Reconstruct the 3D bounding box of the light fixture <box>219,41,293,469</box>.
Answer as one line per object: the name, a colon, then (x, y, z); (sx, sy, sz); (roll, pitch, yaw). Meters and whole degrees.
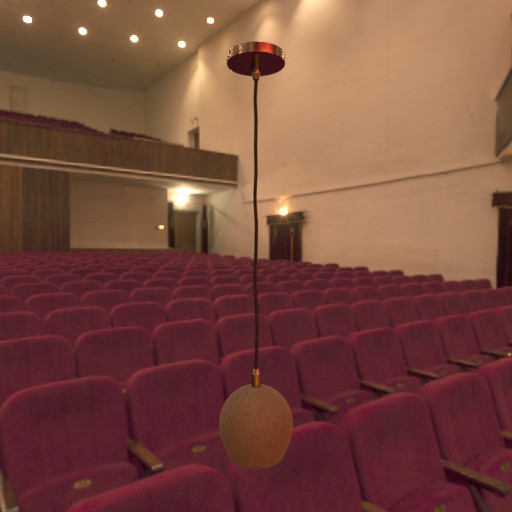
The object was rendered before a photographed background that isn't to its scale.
light fixture: (0.000, 0.000, 0.844); (0.139, 0.764, 0.139); (0, 0, -37)
